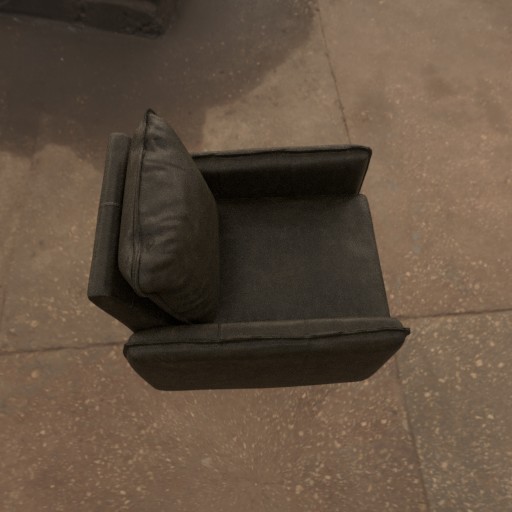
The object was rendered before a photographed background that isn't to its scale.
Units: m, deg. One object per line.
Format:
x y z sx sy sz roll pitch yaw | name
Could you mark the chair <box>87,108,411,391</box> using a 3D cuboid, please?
0.000 0.000 1.608 0.921 0.921 0.830 -2 63 -1 | chair
